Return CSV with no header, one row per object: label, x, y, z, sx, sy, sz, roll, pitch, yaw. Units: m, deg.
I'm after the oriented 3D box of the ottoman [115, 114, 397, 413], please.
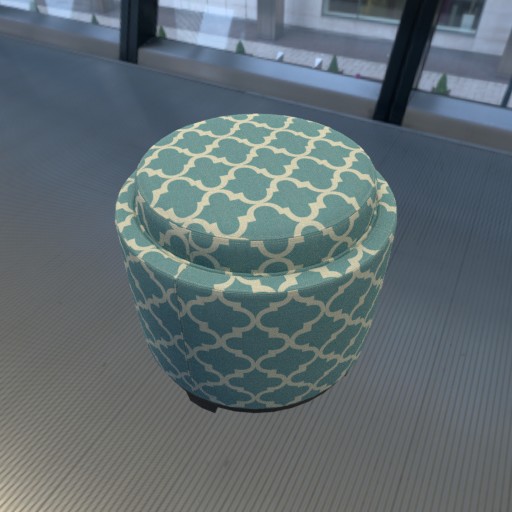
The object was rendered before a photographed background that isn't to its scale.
ottoman,0.000,0.000,0.854,0.480,0.429,0.480,0,42,0
